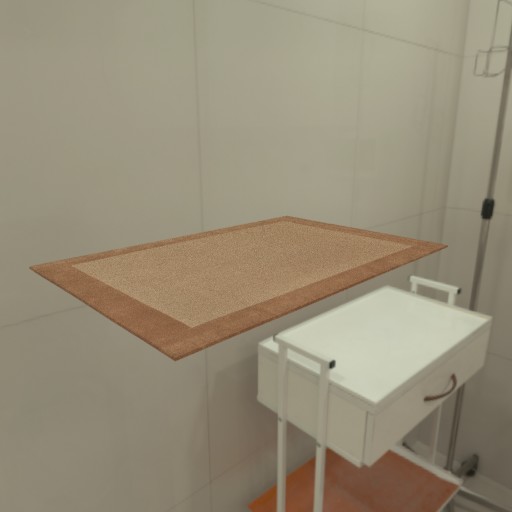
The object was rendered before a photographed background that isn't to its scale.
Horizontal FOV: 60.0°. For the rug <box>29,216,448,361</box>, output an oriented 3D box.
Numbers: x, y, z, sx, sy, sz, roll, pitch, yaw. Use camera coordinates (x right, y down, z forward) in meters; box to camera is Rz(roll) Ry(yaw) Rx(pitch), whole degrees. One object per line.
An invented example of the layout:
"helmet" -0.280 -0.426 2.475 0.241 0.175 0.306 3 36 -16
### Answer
"rug" 0.000 0.000 2.299 1.829 0.014 1.219 -15 22 -42
